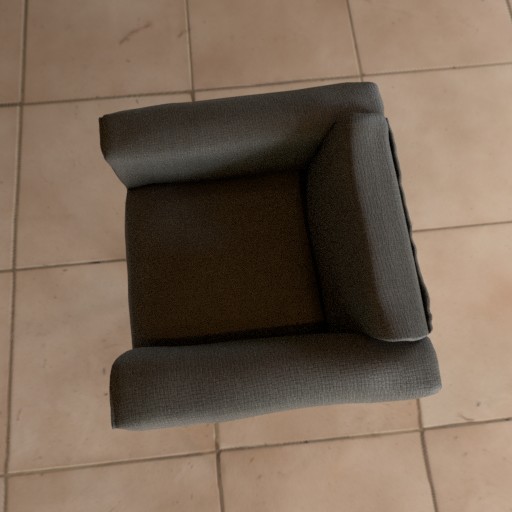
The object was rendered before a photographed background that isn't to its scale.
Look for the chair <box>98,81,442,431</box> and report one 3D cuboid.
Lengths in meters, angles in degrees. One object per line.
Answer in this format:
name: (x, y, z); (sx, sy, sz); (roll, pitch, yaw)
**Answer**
chair: (0.000, 0.000, 1.591); (0.969, 0.646, 1.056); (-7, 76, -2)
